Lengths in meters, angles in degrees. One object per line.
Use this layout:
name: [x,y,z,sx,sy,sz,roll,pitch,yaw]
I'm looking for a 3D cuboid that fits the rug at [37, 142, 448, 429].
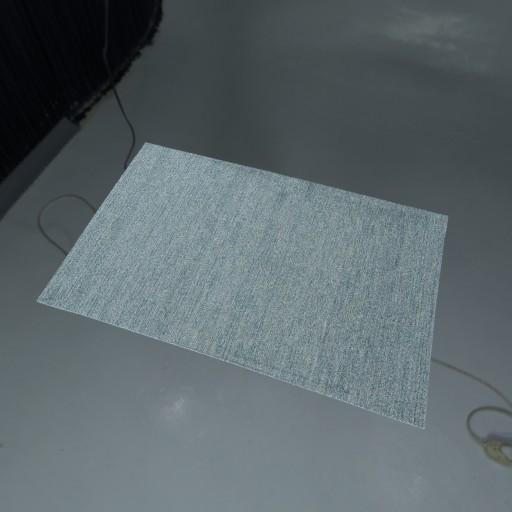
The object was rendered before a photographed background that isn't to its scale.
rug: [0.000,0.000,2.285,1.853,0.022,1.174,16,58,10]
